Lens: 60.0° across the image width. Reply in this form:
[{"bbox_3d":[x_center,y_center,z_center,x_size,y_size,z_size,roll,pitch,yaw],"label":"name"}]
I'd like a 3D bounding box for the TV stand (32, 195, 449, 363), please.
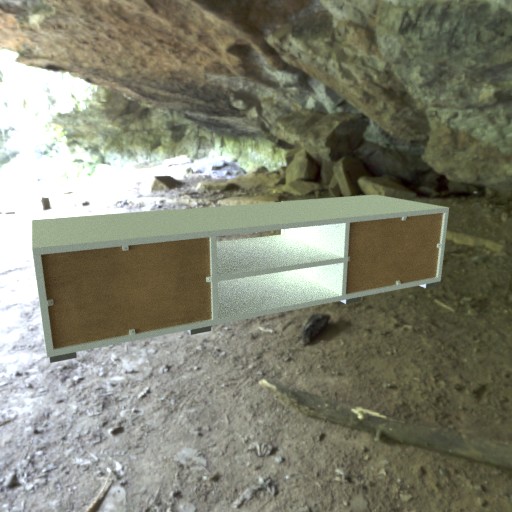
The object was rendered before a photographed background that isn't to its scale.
[{"bbox_3d":[0.000,0.000,1.581,1.400,0.310,0.420,-7,17,-25],"label":"TV stand"}]
